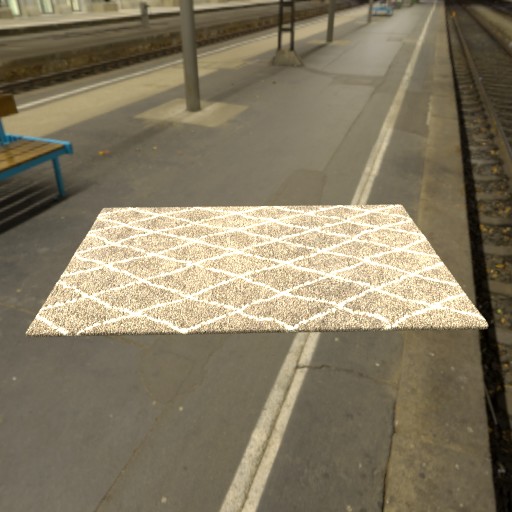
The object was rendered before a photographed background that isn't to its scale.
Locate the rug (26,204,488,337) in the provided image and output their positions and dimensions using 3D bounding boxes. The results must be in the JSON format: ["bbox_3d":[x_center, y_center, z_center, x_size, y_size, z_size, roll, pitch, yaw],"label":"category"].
[{"bbox_3d":[0.000,0.000,2.971,2.438,0.030,1.524,-1,31,-1],"label":"rug"}]
